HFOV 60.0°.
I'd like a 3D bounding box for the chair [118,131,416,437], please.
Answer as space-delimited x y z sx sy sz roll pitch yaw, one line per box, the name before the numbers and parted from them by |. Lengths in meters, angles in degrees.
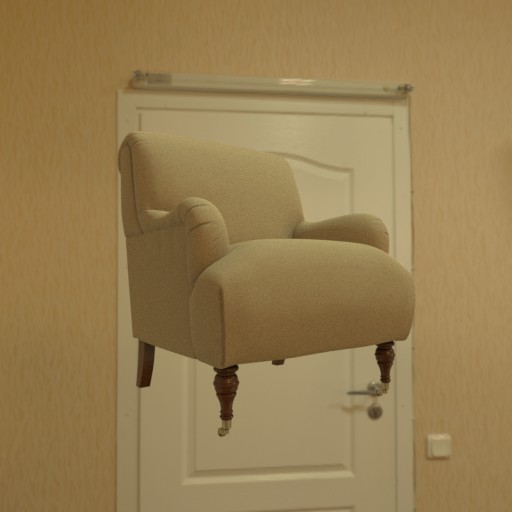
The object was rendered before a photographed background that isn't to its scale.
chair | 0.000 0.000 1.559 0.766 0.942 0.842 1 -1 -35
